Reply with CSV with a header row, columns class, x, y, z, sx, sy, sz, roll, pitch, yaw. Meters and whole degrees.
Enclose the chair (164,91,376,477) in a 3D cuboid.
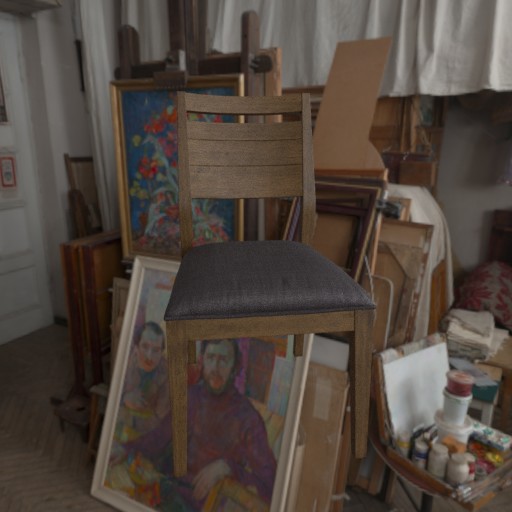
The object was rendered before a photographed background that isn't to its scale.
class,x,y,z,sx,sy,sz,roll,pitch,yaw
chair,0.000,0.000,1.285,0.501,0.939,0.610,-2,15,-8
